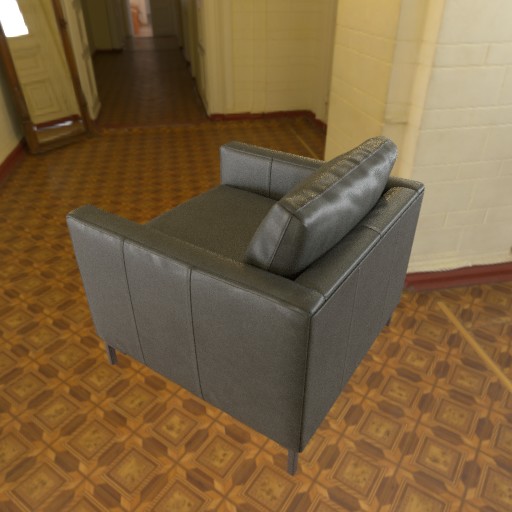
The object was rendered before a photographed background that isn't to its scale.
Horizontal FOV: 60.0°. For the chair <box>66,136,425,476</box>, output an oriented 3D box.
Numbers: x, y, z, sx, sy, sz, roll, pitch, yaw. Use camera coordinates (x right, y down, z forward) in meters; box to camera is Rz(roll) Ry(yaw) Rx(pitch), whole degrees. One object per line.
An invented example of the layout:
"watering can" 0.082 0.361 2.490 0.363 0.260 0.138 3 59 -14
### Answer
"chair" 0.000 0.000 1.523 0.861 0.824 0.967 20 37 28
